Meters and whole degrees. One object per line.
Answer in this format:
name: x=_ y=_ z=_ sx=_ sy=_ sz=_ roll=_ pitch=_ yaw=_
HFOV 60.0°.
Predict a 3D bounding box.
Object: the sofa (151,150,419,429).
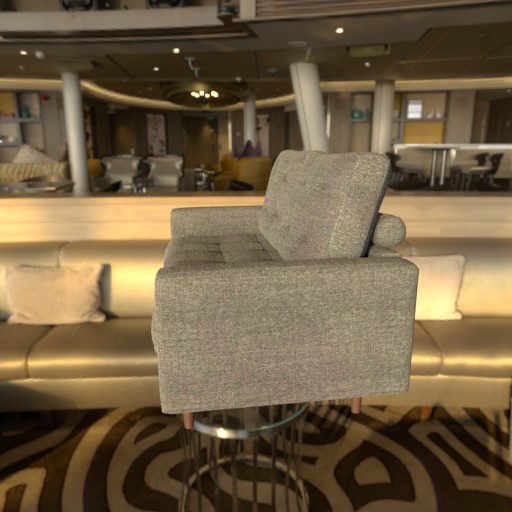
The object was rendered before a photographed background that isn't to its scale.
sofa: x=0.000 y=0.000 z=1.960 sx=0.842 sy=0.907 sz=1.407 roll=-2 pitch=14 yaw=-8
